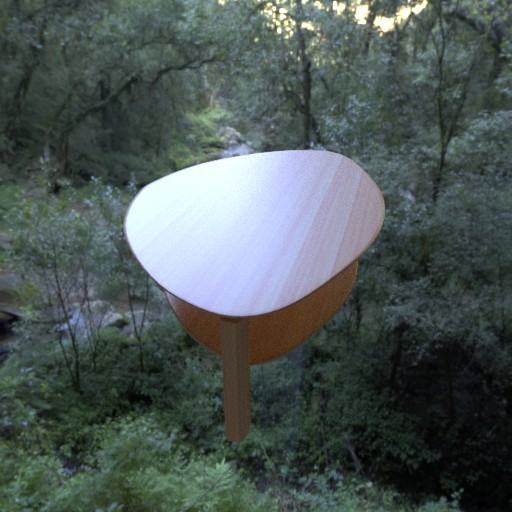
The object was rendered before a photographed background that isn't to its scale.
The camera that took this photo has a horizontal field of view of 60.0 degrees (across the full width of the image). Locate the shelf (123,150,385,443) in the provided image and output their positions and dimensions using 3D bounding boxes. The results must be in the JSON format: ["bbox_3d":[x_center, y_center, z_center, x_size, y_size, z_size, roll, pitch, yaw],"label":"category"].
[{"bbox_3d":[0.000,0.000,1.609,0.845,0.440,1.246,9,31,15],"label":"shelf"}]
